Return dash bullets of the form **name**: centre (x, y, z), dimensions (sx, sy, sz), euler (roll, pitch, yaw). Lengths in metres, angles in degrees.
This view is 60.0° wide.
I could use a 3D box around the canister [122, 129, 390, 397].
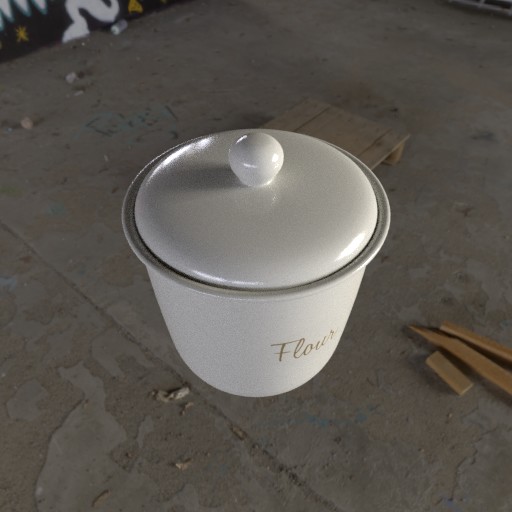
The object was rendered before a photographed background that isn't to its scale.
- **canister**: centre (0.000, 0.000, 0.348), dimensions (0.182, 0.208, 0.182), euler (0, 46, 0)
